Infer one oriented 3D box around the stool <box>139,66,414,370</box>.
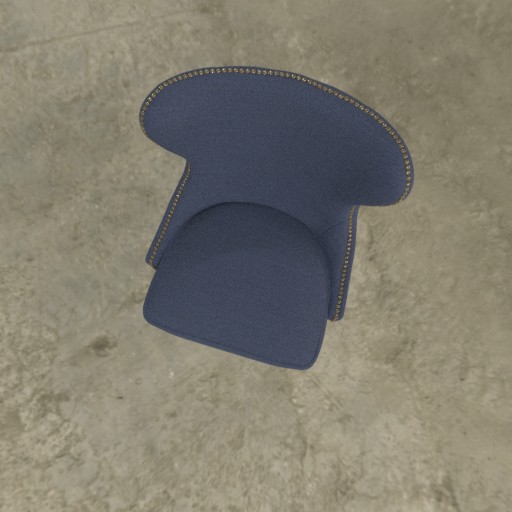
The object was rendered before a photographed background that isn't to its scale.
[{"bbox_3d":[0.000,0.000,1.339,0.615,0.972,0.597,16,75,4],"label":"stool"}]
